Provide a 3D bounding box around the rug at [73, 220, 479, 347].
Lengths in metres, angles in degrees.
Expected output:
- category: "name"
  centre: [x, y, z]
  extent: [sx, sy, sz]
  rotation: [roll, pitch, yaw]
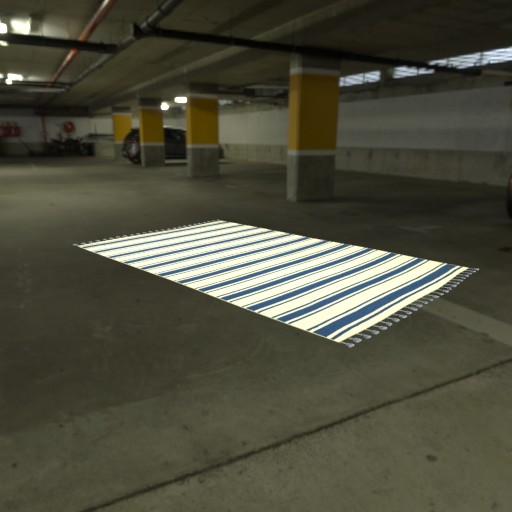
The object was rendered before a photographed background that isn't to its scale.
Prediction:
- category: "rug"
  centre: [0.000, 0.000, 2.590]
  extent: [2.108, 0.009, 1.248]
  rotation: [14, 20, 42]
